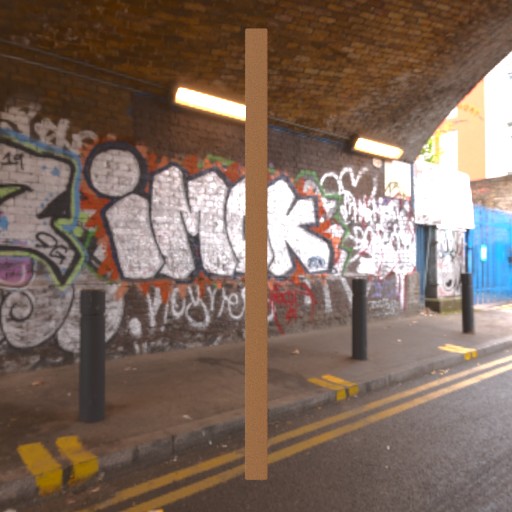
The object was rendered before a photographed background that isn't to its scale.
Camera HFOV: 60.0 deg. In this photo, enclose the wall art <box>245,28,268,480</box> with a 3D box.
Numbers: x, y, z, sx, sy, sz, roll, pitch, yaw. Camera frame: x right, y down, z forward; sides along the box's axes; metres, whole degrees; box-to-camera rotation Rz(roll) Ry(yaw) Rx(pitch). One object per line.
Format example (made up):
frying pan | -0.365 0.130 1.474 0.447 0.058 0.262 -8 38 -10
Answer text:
wall art | 0.000 0.000 1.127 0.037 0.761 0.761 0 -1 0
